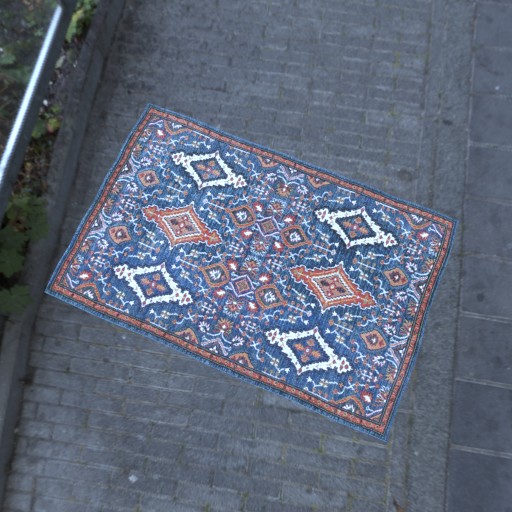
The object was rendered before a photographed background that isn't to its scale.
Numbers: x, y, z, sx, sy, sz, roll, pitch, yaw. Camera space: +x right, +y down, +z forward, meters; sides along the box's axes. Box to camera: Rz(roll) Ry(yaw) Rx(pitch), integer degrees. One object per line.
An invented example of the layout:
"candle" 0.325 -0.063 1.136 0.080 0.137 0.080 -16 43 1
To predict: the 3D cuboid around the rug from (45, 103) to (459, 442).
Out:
"rug" 0.000 0.000 2.300 1.847 0.014 1.195 22 77 6
